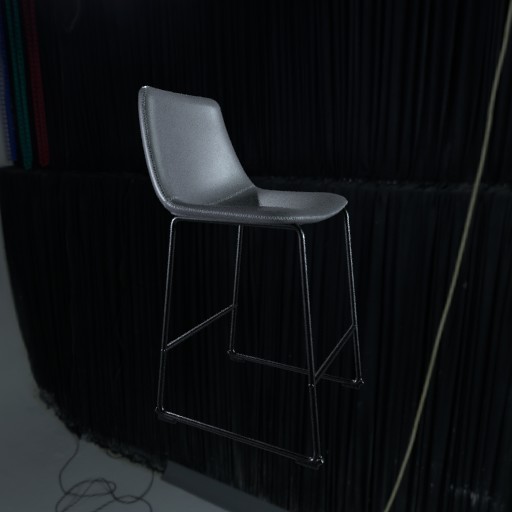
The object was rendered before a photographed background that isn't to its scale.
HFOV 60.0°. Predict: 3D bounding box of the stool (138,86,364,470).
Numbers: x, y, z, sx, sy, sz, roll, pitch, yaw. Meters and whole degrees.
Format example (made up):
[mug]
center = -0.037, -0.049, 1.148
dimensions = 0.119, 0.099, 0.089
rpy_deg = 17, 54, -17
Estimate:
[stool]
center = 0.000, 0.000, 1.220
dimensions = 0.546, 0.876, 0.470
rpy_deg = 6, 15, 25
